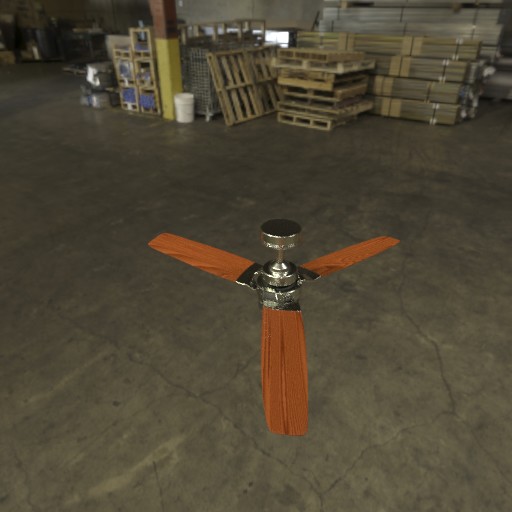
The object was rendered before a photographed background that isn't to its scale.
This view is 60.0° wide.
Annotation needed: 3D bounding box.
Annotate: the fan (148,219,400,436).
[{"bbox_3d":[0.000,0.000,2.045,1.271,0.410,1.416,19,35,30],"label":"fan"}]
